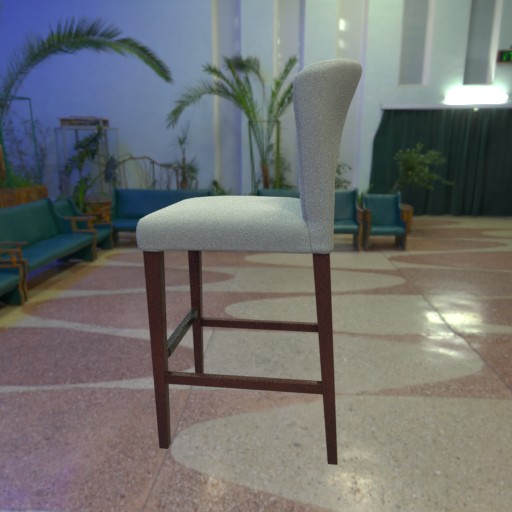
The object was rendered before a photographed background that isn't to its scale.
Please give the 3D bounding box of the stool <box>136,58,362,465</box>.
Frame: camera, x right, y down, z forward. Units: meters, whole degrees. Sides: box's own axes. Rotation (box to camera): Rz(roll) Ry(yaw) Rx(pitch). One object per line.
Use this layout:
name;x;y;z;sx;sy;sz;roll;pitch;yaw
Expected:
stool;0.000;0.000;1.341;0.568;1.069;0.479;2;14;7
